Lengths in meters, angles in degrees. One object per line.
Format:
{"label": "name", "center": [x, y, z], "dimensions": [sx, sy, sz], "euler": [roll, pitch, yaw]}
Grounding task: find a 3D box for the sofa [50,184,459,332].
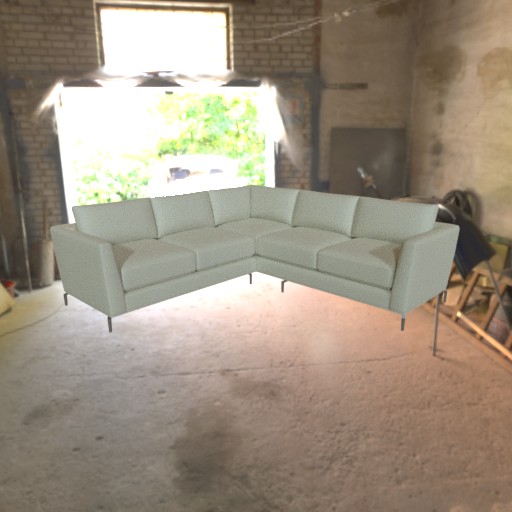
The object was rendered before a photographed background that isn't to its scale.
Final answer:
{"label": "sofa", "center": [0.000, 0.000, 3.751], "dimensions": [2.448, 0.867, 2.430], "euler": [15, 21, 42]}
